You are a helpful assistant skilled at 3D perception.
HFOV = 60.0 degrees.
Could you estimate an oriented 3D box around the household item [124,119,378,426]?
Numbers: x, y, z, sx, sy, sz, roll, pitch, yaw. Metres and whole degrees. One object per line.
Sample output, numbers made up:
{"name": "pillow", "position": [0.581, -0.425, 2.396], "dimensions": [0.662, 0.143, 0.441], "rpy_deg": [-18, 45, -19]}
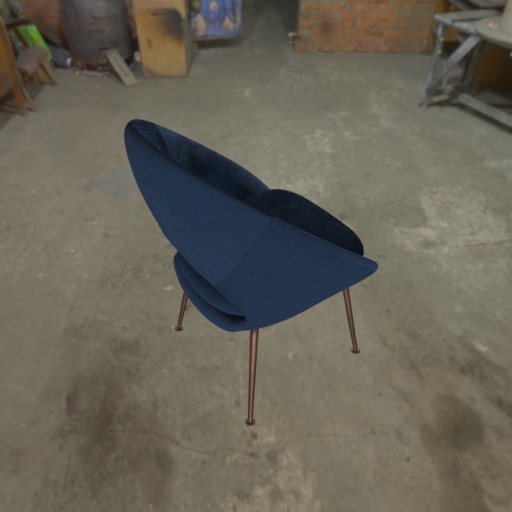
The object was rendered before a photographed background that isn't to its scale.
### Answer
{"name": "household item", "position": [0.000, 0.000, 1.272], "dimensions": [0.573, 0.852, 0.623], "rpy_deg": [-25, 47, -26]}
